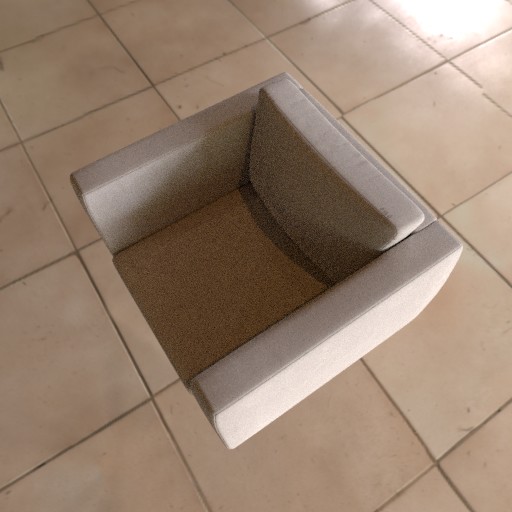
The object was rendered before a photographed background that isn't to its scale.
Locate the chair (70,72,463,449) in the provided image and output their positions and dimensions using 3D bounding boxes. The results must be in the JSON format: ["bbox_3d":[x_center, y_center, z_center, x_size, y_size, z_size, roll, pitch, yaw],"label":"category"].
[{"bbox_3d":[0.000,0.000,1.677,0.930,0.860,1.000,-31,66,-15],"label":"chair"}]
